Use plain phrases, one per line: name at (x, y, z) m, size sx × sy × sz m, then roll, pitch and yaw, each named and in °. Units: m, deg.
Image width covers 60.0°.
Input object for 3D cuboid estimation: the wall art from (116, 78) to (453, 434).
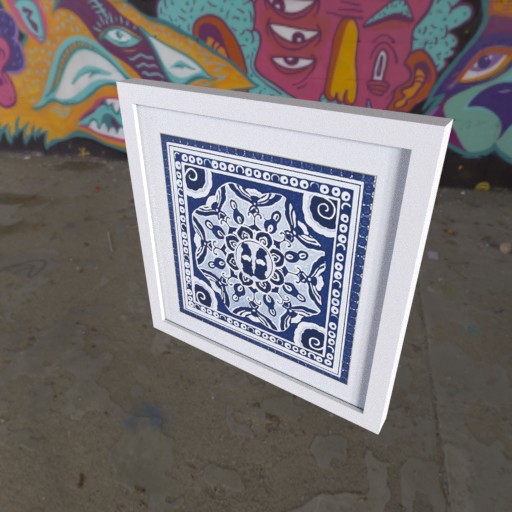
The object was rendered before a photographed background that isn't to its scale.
wall art at (0.000, 0.000, 0.515) m, size 0.355 × 0.355 × 0.027 m, roll 18°, pitch 35°, yaw 28°
